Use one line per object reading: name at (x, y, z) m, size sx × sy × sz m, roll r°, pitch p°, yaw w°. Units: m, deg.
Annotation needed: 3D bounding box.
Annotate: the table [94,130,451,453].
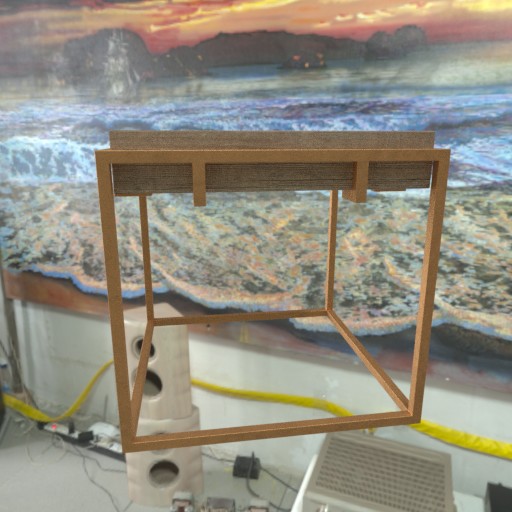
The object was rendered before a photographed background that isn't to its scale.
table at (0.000, 0.000, 1.085) m, size 0.599 × 0.584 × 0.599 m, roll -2°, pitch 15°, yaw -8°
